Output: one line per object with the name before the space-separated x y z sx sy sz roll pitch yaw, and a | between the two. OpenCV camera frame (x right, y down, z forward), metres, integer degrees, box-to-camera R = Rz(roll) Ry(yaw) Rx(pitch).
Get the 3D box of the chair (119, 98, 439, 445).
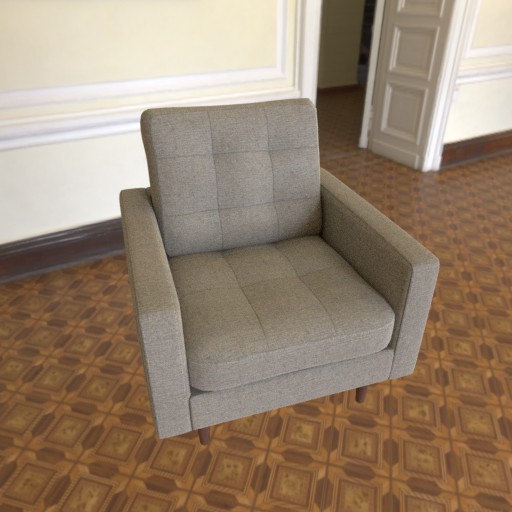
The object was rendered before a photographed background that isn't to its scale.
chair | 0.000 0.000 1.482 0.821 0.880 0.843 -9 32 -15
